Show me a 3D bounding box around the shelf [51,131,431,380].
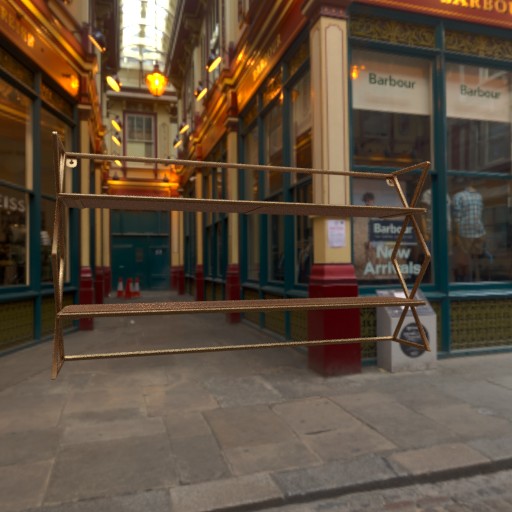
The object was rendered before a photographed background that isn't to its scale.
[{"bbox_3d":[0.000,0.000,0.996,0.822,0.450,0.150,0,-1,-18],"label":"shelf"}]
